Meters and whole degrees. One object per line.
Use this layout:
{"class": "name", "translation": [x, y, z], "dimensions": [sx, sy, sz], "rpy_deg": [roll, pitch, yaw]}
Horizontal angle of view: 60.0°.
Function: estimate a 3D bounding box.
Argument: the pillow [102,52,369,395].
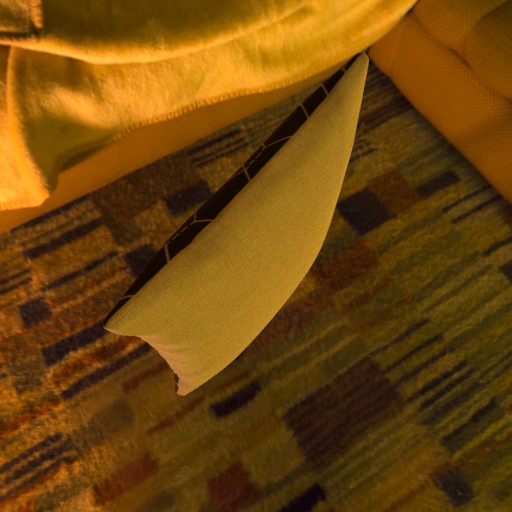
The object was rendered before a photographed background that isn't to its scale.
{"class": "pillow", "translation": [0.000, 0.000, 0.778], "dimensions": [0.158, 0.508, 0.517], "rpy_deg": [35, 69, 15]}
